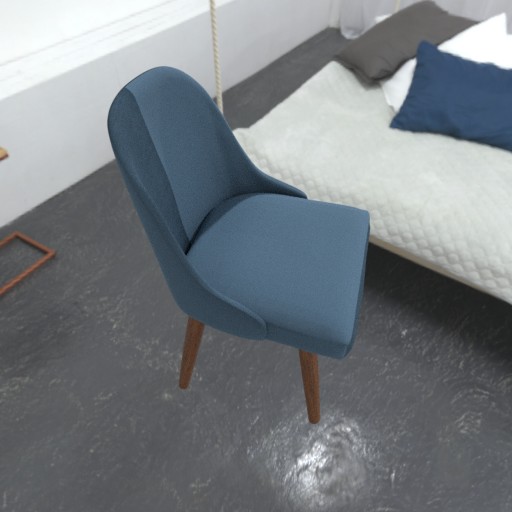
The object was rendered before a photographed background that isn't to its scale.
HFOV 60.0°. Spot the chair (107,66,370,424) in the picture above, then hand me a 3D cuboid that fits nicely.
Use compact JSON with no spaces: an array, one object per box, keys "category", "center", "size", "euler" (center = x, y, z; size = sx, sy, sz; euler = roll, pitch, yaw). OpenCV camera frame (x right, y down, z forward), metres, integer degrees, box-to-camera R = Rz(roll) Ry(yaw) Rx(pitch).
[{"category":"chair","center":[0.000,0.000,1.207],"size":[0.589,0.882,0.503],"euler":[11,48,10]}]
